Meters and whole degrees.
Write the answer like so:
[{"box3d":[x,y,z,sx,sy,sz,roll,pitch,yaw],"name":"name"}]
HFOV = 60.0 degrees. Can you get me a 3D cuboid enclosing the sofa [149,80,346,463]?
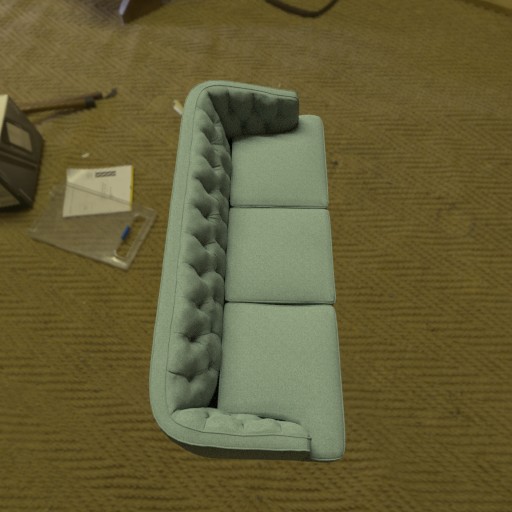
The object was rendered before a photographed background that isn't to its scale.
[{"box3d":[0.000,0.000,2.710,0.941,0.855,2.278,1,62,0],"name":"sofa"}]
